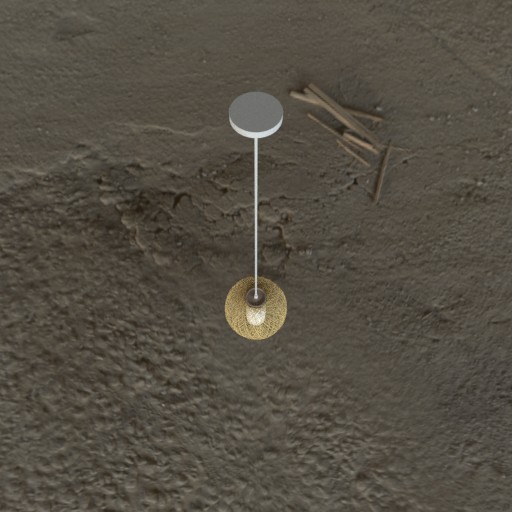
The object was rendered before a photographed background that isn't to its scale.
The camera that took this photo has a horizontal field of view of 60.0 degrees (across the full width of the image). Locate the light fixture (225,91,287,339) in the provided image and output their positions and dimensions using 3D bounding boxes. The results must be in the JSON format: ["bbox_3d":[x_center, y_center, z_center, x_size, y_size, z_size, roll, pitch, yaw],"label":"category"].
[{"bbox_3d":[0.000,0.000,2.182,0.406,1.955,0.407,-33,69,-15],"label":"light fixture"}]
